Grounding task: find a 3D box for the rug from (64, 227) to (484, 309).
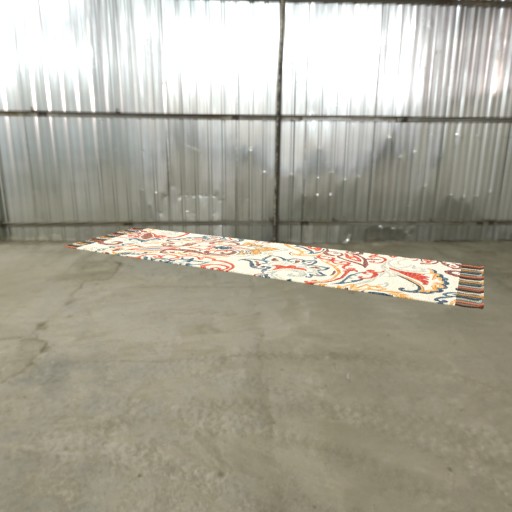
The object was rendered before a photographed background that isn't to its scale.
[{"bbox_3d":[0.000,0.000,2.913,2.682,0.015,0.763,7,17,25],"label":"rug"}]
